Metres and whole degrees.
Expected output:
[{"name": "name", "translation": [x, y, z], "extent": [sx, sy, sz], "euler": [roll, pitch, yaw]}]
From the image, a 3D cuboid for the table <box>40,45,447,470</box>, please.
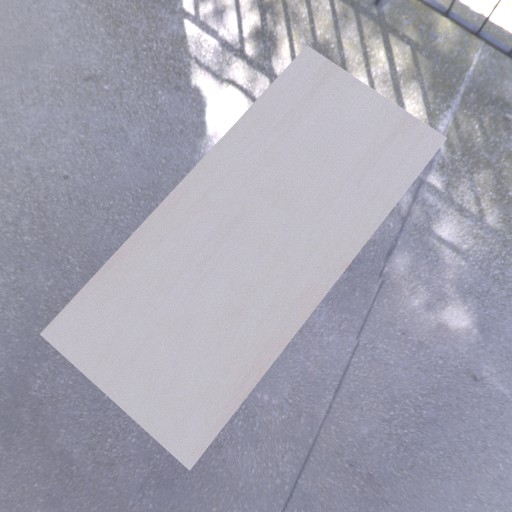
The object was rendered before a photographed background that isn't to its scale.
[{"name": "table", "translation": [0.000, 0.000, 1.317], "extent": [0.457, 0.483, 1.016], "euler": [38, 78, 10]}]
